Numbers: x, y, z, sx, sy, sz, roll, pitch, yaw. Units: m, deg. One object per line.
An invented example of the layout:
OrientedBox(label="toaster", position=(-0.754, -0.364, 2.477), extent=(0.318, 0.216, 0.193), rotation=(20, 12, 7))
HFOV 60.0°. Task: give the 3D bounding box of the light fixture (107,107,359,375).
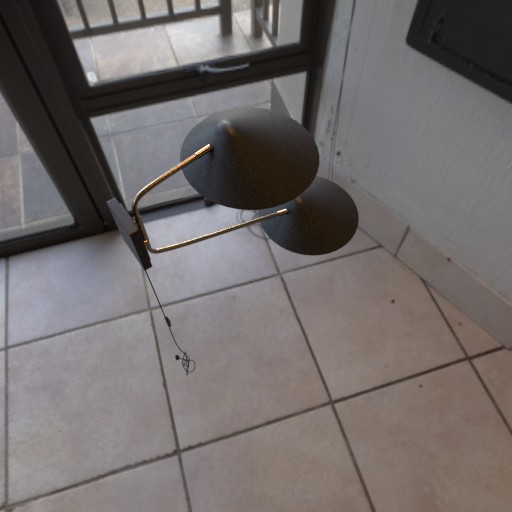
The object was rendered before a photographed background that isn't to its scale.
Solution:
OrientedBox(label="light fixture", position=(0.000, 0.000, 0.819), extent=(0.422, 0.665, 0.189), rotation=(-31, 63, -18))
